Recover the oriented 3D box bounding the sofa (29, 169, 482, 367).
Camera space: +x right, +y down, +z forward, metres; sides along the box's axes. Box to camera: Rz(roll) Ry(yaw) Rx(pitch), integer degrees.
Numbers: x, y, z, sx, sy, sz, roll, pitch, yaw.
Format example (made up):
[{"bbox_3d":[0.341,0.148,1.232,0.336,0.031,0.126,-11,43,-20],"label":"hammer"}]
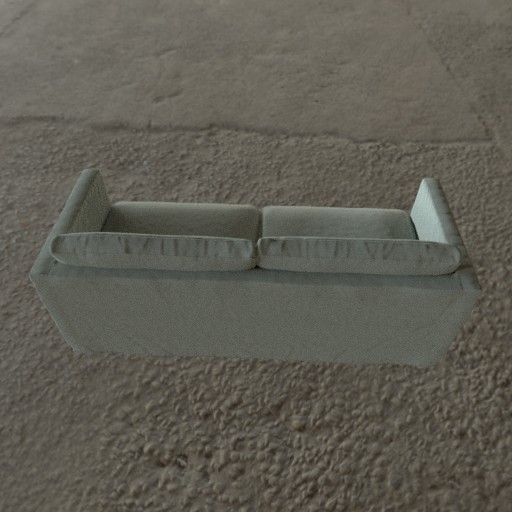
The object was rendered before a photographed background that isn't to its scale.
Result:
[{"bbox_3d":[0.000,0.000,2.737,2.312,0.853,0.962,2,47,2],"label":"sofa"}]
